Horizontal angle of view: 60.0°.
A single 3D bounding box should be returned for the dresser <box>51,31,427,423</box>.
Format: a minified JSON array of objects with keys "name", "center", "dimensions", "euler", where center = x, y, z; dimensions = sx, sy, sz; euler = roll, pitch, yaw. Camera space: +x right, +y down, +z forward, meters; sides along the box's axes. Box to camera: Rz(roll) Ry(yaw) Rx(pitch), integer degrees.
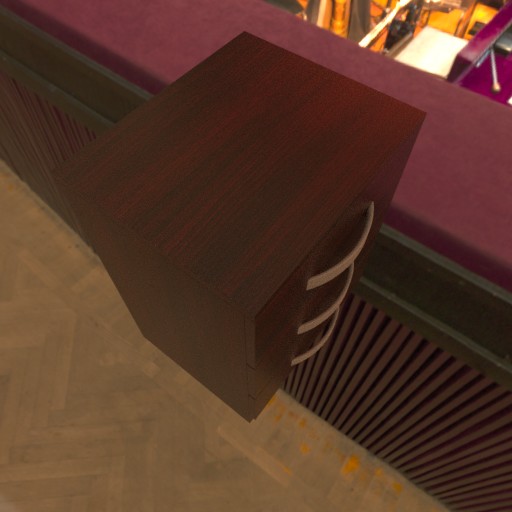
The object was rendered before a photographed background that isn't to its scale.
[{"name":"dresser","center":[0.000,0.000,0.833],"dimensions":[0.360,0.560,0.400],"euler":[33,63,19]}]
